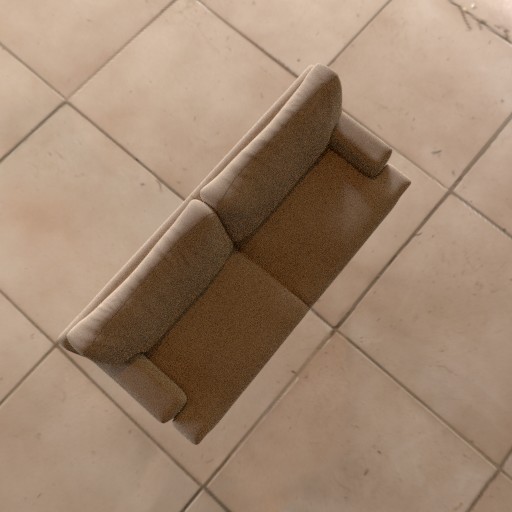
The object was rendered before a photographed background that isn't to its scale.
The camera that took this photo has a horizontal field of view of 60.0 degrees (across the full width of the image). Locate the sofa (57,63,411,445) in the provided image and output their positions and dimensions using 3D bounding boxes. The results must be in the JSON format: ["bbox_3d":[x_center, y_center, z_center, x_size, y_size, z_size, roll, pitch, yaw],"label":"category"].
[{"bbox_3d":[0.000,0.000,2.684,0.929,0.925,2.147,39,80,8],"label":"sofa"}]
